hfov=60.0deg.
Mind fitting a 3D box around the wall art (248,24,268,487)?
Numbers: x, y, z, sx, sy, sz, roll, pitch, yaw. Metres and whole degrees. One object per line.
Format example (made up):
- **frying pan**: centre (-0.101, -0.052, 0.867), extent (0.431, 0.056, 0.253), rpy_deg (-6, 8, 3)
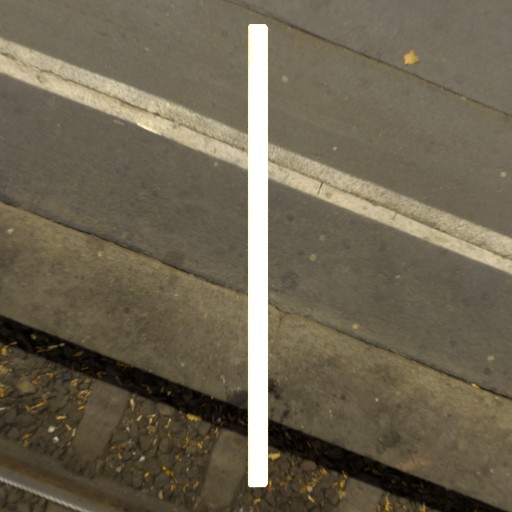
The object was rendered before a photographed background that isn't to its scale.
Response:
- **wall art**: centre (0.000, 0.000, 1.180), extent (0.038, 0.602, 0.918), rpy_deg (0, 90, -1)
